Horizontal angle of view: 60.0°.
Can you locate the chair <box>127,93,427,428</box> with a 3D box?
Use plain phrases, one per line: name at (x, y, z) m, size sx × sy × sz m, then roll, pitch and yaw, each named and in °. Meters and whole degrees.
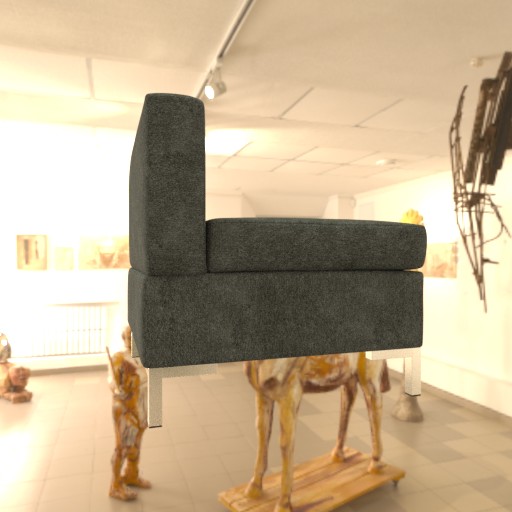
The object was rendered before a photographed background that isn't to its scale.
chair at (0.000, 0.000, 1.252) m, size 0.680 × 0.660 × 0.680 m, roll 0°, pitch 0°, yaw -19°
